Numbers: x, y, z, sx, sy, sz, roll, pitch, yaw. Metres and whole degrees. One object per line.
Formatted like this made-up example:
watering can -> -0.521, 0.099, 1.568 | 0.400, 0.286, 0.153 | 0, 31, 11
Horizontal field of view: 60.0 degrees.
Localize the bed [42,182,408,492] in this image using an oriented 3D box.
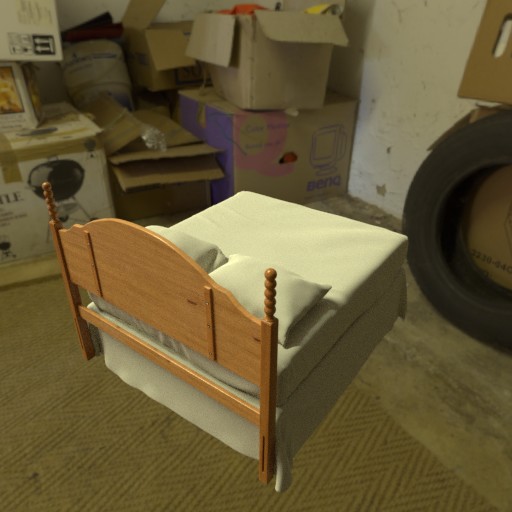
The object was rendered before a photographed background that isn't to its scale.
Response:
bed -> 0.000, 0.000, 3.191 | 1.873, 1.356, 2.040 | 20, 36, 31
